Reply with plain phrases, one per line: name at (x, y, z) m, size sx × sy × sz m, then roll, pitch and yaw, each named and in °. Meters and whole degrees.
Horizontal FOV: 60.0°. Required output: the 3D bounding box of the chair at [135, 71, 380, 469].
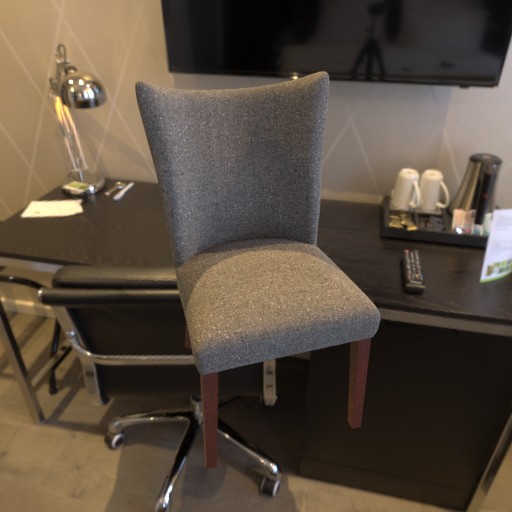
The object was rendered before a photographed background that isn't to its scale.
chair at (0.000, 0.000, 1.279) m, size 0.535 × 0.924 × 0.623 m, roll -9°, pitch 33°, yaw -14°
